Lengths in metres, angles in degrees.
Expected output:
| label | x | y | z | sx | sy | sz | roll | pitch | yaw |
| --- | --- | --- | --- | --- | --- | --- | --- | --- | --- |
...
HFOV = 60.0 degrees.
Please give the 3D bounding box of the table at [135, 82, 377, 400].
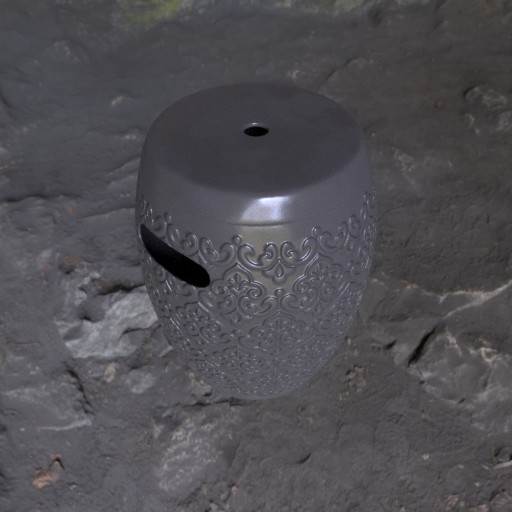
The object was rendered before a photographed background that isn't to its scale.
| label | x | y | z | sx | sy | sz | roll | pitch | yaw |
| --- | --- | --- | --- | --- | --- | --- | --- | --- | --- |
| table | 0.000 | 0.000 | 0.619 | 0.309 | 0.397 | 0.309 | 0 | 46 | 0 |
